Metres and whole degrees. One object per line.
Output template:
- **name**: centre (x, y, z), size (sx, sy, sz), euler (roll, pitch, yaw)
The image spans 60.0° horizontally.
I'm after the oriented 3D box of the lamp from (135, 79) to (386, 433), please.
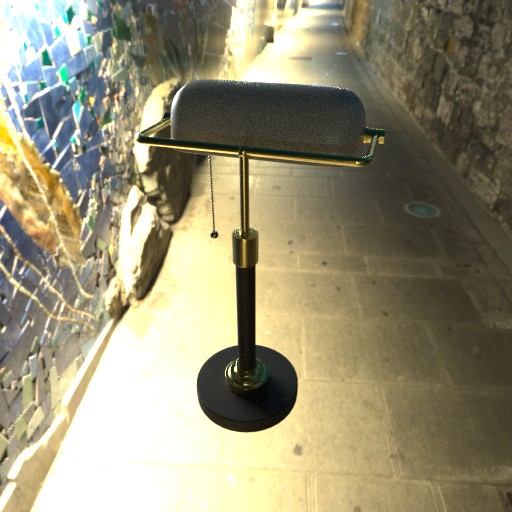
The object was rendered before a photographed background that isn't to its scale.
- **lamp**: centre (0.000, 0.000, 0.566), size (0.269, 0.404, 0.227), euler (9, 33, 15)
